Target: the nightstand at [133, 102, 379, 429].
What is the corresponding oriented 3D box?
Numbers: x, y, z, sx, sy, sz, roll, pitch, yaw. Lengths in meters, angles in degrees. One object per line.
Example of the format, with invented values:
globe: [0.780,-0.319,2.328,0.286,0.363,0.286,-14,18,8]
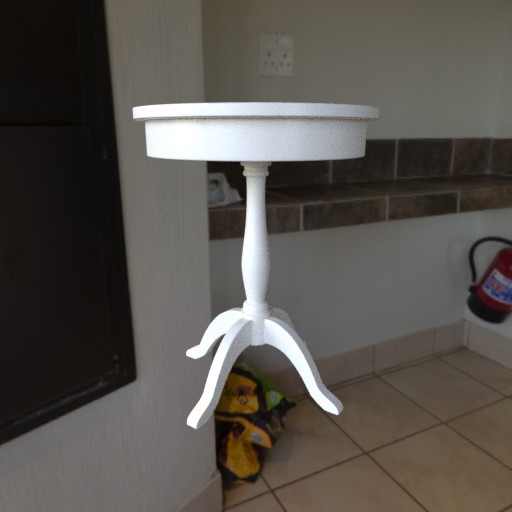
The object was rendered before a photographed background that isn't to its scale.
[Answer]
nightstand: [0.000,0.000,1.040,0.513,0.653,0.513,15,22,43]
